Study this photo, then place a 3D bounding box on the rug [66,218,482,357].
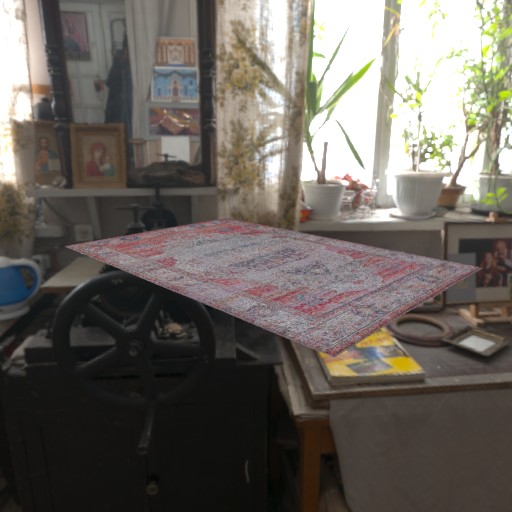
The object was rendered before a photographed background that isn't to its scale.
[{"bbox_3d":[0.000,0.000,2.304,1.829,0.006,1.219,15,21,43],"label":"rug"}]
